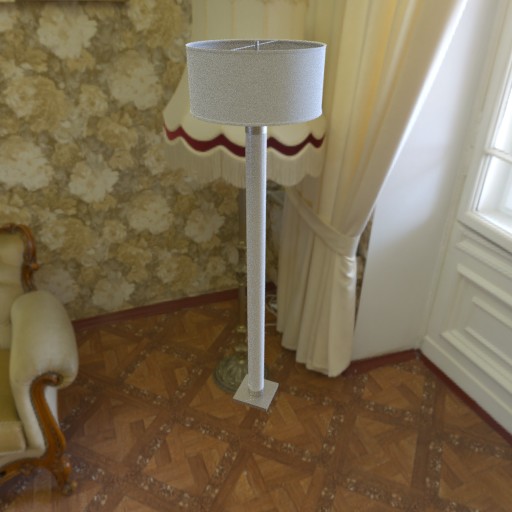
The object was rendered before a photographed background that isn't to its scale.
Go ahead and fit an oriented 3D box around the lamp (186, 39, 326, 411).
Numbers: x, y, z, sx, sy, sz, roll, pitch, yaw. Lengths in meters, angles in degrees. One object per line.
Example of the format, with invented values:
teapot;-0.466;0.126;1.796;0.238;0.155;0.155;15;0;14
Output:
lamp;0.000;0.000;1.685;0.420;1.475;0.420;11;32;19
